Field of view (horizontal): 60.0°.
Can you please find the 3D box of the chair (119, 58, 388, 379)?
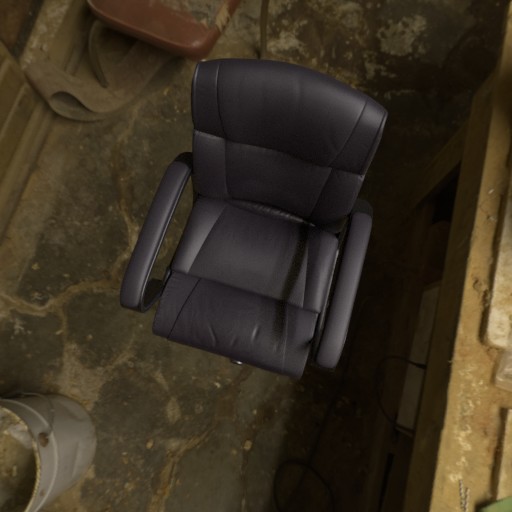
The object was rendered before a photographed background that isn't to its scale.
[{"bbox_3d":[0.000,0.000,1.357,0.576,0.998,0.641,16,76,4],"label":"chair"}]
